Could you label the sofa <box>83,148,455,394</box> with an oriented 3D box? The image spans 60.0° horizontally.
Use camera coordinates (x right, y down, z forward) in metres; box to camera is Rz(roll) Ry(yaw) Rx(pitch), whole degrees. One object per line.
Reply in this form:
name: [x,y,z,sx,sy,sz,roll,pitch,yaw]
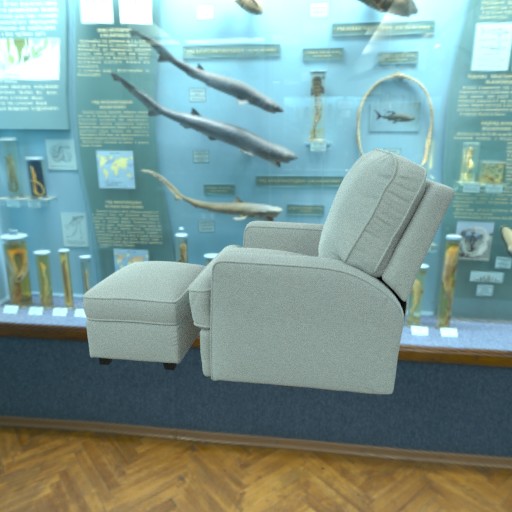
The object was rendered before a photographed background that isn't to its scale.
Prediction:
sofa: [0.000,0.000,2.040,1.472,0.959,0.861,2,15,8]
